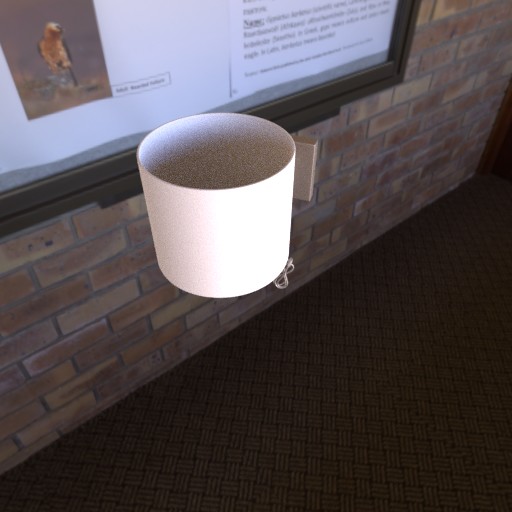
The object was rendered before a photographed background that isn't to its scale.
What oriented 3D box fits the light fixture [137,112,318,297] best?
[{"bbox_3d":[0.000,0.000,0.901,0.203,0.651,0.516,13,44,14],"label":"light fixture"}]
